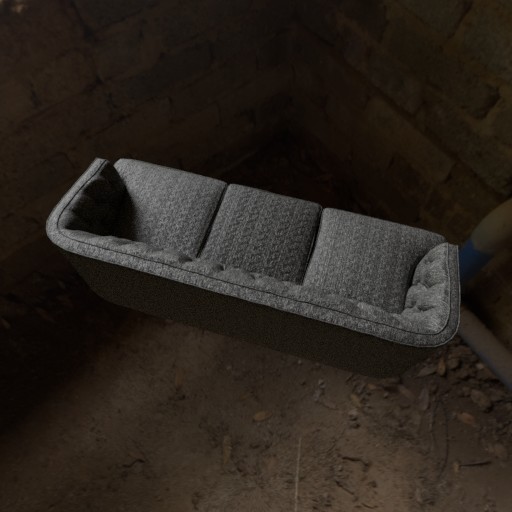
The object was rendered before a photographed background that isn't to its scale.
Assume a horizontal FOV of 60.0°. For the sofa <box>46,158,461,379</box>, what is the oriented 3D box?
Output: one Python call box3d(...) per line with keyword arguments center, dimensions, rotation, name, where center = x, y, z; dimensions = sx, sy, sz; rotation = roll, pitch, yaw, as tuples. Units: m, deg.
box3d(center=(0.000, 0.000, 2.775), dimensions=(2.278, 0.855, 0.941), rotation=(15, 64, 7), name="sofa")
